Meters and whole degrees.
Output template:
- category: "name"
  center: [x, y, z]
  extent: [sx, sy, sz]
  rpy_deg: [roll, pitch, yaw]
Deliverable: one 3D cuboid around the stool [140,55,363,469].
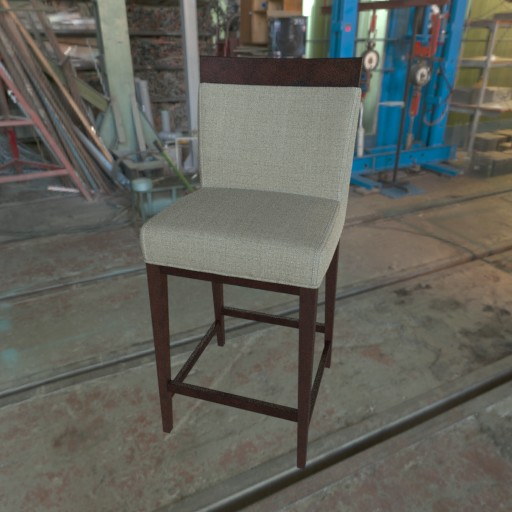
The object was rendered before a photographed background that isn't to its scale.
- category: "stool"
  center: [0.000, 0.000, 1.243]
  extent: [0.463, 1.011, 0.480]
  rpy_deg: [8, 27, 16]
